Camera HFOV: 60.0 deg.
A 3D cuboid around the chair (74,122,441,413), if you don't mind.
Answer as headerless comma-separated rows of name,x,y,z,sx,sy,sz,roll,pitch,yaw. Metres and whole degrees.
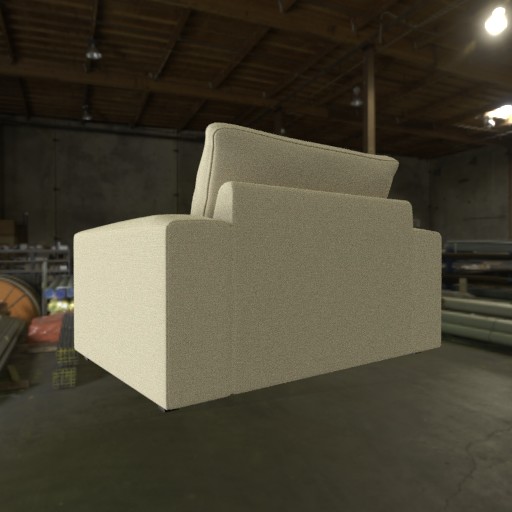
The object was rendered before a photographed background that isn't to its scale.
chair,0.000,0.000,2.065,1.398,0.915,1.039,0,1,-37
